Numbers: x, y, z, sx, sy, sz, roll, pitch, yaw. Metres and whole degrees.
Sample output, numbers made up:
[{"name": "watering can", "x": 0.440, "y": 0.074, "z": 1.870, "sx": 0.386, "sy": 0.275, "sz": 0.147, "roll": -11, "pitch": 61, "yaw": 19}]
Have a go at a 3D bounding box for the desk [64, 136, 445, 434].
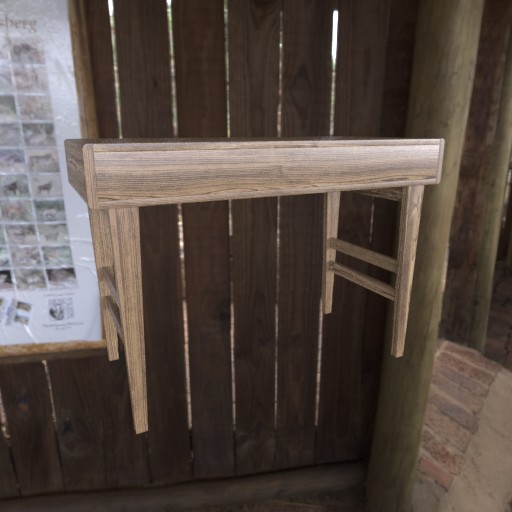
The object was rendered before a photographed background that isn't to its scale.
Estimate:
[{"name": "desk", "x": 0.000, "y": 0.000, "z": 1.476, "sx": 1.067, "sy": 0.755, "sz": 0.508, "roll": -8, "pitch": 18, "yaw": -26}]
